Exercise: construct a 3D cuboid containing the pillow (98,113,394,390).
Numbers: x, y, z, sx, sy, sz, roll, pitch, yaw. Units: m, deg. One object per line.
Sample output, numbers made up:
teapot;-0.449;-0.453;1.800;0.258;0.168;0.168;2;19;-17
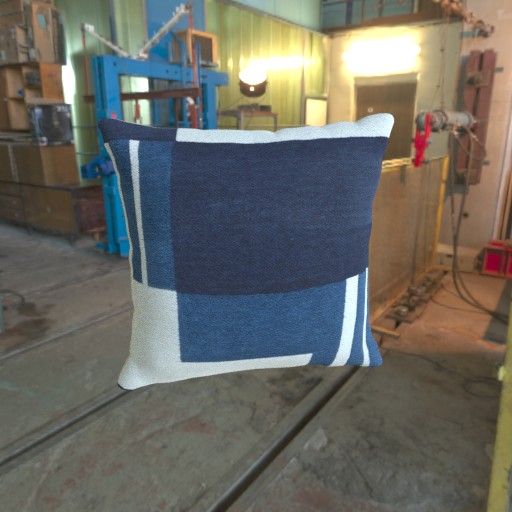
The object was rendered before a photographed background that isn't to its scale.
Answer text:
pillow;0.000;0.000;0.823;0.536;0.506;0.229;-3;17;-9
